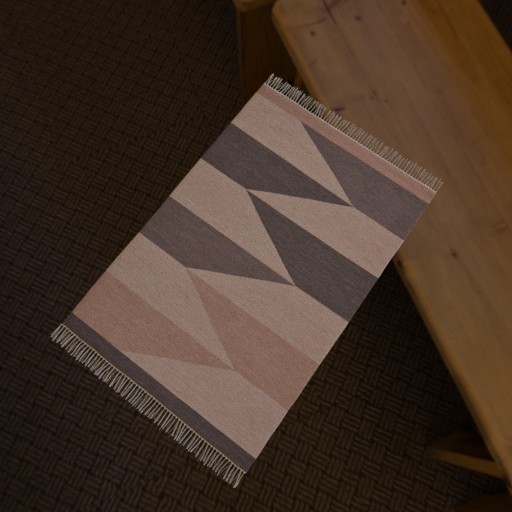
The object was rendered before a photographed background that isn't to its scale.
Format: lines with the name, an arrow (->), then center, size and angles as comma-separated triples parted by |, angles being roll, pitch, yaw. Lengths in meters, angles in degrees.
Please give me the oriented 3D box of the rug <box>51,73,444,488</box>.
rug -> 0.000, 0.000, 2.445 | 1.224, 0.027, 2.021 | 36, 78, 9
